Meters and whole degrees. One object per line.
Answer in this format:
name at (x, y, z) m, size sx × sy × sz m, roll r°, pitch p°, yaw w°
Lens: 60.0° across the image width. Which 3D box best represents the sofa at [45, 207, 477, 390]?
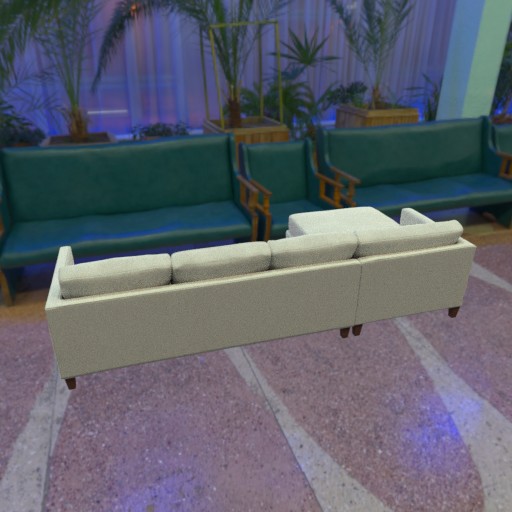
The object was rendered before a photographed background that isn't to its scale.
sofa at (0.000, 0.000, 3.899) m, size 3.186 × 0.861 × 1.625 m, roll -7°, pitch 28°, yaw -14°
